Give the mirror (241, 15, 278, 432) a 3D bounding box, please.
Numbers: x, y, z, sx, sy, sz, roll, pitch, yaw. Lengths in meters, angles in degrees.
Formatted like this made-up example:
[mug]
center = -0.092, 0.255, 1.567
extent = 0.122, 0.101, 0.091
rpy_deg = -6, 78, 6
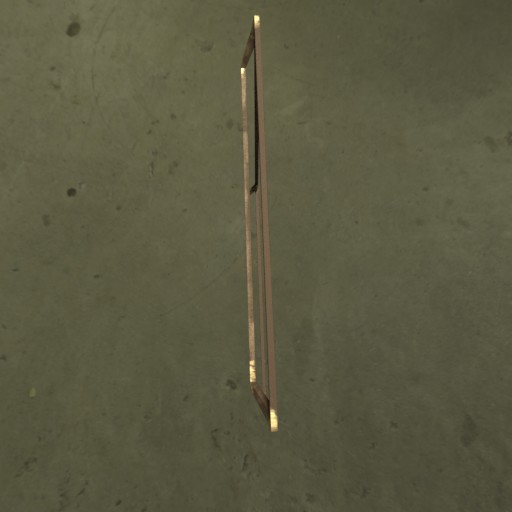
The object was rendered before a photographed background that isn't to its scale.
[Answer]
[mirror]
center = 0.000, 0.000, 0.903
extent = 0.032, 0.610, 0.610
rpy_deg = -2, 74, -1
